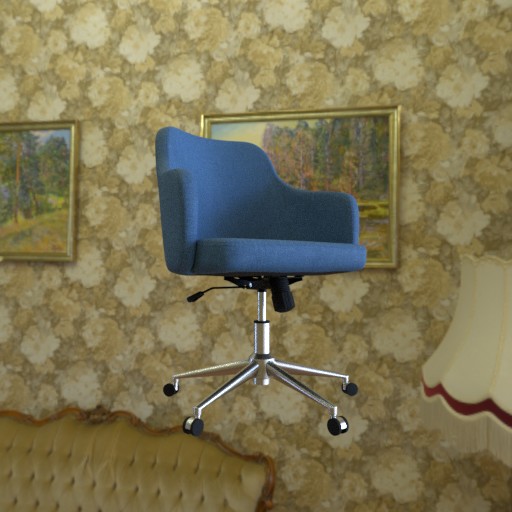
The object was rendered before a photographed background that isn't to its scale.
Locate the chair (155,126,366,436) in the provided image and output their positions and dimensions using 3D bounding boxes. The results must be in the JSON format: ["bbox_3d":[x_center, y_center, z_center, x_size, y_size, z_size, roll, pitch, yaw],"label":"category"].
[{"bbox_3d":[0.000,0.000,1.261,0.599,0.820,0.655,1,-2,-36],"label":"chair"}]
